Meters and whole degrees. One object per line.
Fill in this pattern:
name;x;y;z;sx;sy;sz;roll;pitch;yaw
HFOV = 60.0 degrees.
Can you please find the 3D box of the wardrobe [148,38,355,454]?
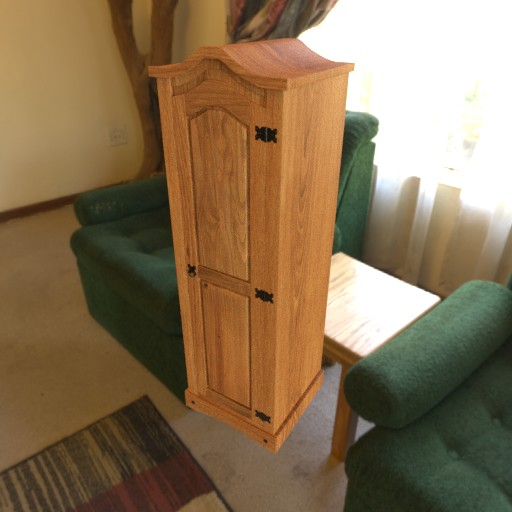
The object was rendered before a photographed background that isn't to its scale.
wardrobe;0.000;0.000;2.139;0.590;1.870;0.570;17;34;28
